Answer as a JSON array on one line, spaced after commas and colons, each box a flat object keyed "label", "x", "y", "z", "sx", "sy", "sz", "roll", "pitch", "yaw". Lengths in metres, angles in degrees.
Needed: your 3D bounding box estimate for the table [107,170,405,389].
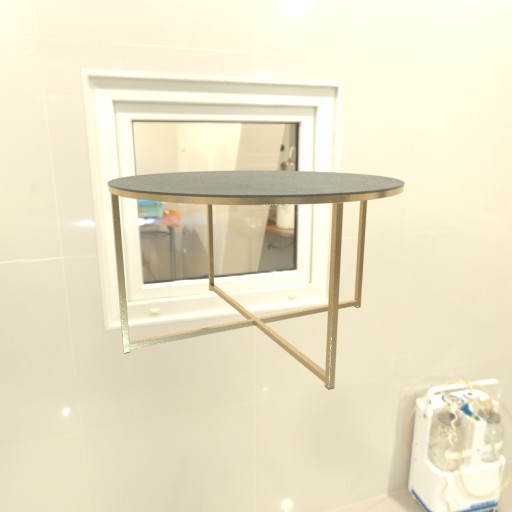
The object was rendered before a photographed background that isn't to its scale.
[{"label": "table", "x": 0.000, "y": 0.000, "z": 1.311, "sx": 0.800, "sy": 0.450, "sz": 0.800, "roll": 0, "pitch": 14, "yaw": 0}]
